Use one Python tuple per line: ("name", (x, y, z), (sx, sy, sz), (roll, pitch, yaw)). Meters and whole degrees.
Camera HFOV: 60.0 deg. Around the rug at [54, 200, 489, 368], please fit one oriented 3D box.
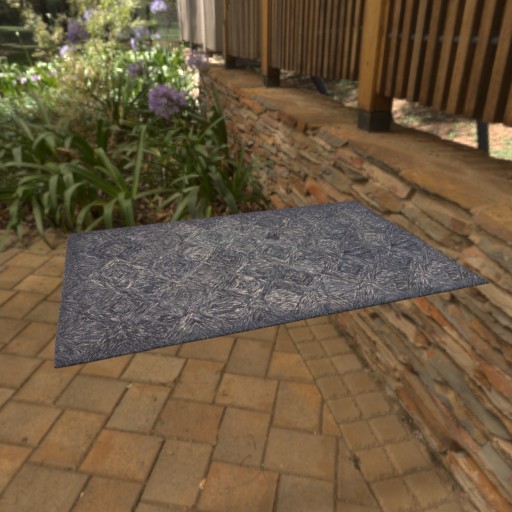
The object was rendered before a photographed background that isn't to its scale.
("rug", (0.000, 0.000, 2.149), (1.754, 0.010, 1.139), (-8, 27, -17))
